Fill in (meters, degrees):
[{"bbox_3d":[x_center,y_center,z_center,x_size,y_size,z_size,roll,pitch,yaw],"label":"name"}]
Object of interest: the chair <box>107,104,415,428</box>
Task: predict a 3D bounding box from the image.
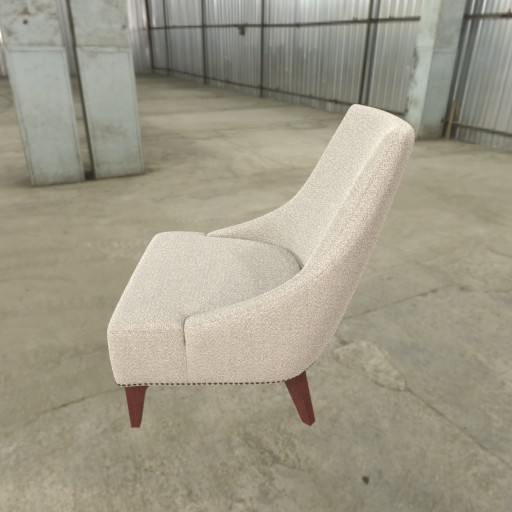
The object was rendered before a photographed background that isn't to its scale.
[{"bbox_3d":[0.000,0.000,1.485,0.861,0.909,0.701,0,26,0],"label":"chair"}]
